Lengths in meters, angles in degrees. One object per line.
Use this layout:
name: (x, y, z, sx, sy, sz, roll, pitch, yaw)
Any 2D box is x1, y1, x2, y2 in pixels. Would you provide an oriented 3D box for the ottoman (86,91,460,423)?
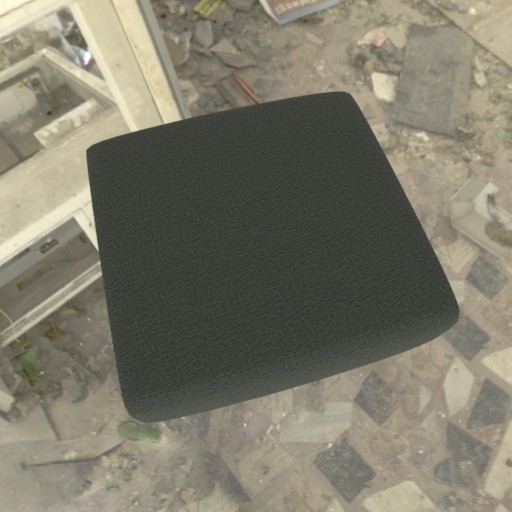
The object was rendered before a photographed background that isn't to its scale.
ottoman: (0.000, 0.000, 1.068, 0.650, 0.398, 0.649, -14, 65, -7)
